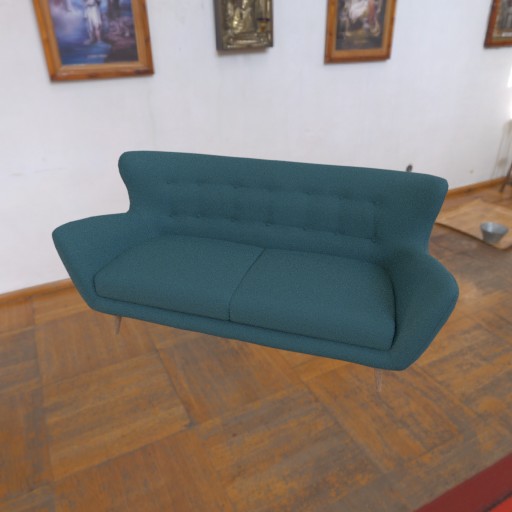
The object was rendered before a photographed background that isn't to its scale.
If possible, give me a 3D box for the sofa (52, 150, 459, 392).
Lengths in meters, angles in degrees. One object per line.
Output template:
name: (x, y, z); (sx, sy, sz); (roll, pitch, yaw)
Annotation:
sofa: (0.000, 0.000, 2.397); (1.930, 0.890, 0.889); (8, 28, 16)
